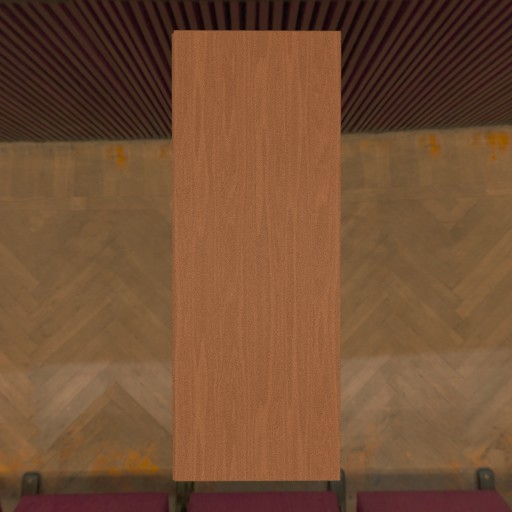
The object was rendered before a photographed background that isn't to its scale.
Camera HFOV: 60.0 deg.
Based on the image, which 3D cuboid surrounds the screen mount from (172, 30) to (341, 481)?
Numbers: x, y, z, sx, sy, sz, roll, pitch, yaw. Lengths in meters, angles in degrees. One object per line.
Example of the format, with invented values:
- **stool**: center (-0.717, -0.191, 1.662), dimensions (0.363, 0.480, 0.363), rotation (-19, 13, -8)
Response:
- **screen mount**: center (0.000, 0.000, 1.282), dimensions (0.406, 0.432, 1.084), rotation (0, 90, 0)
